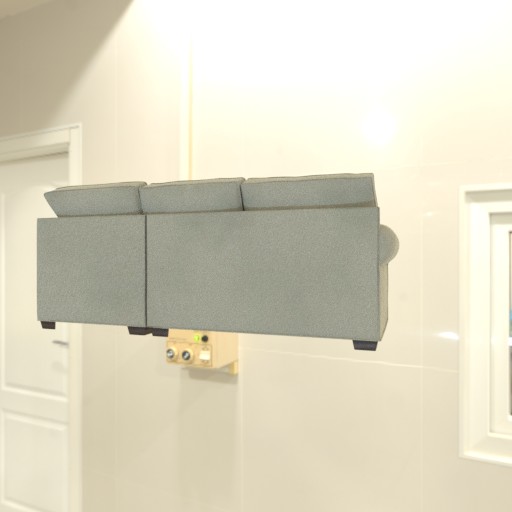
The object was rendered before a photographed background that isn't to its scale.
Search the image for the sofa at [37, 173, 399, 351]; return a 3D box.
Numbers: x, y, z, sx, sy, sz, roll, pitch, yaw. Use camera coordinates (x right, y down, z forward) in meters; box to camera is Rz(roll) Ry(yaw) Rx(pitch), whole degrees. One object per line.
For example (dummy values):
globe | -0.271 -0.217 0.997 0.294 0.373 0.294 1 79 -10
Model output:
sofa | 0.000 0.000 4.010 2.487 1.053 2.562 0 0 19
